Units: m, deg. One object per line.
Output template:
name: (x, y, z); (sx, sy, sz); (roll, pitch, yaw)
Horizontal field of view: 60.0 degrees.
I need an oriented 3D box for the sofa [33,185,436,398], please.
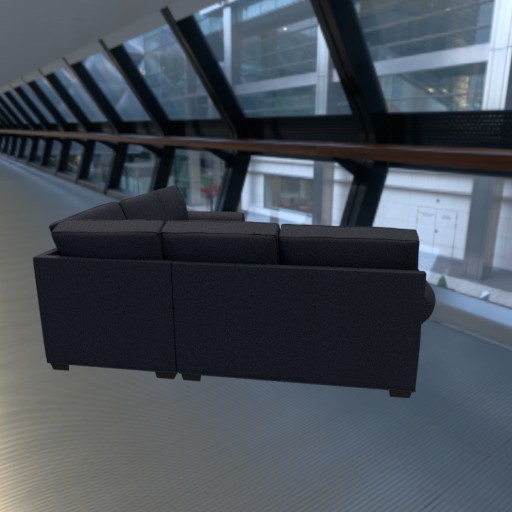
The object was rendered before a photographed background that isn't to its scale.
sofa: (0.000, 0.000, 3.913); (2.487, 1.042, 2.562); (2, 15, 8)
